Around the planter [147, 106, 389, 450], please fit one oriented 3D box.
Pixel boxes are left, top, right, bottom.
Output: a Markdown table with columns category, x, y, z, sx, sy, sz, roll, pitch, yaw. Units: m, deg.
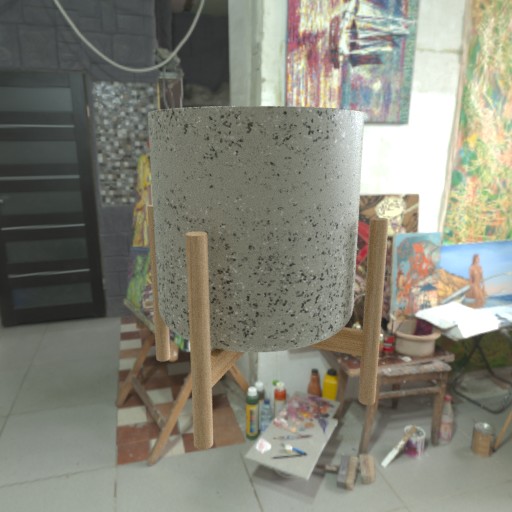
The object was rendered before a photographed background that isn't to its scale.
| category | x | y | z | sx | sy | sz | roll | pitch | yaw |
| --- | --- | --- | --- | --- | --- | --- | --- | --- | --- |
| planter | 0.000 | 0.000 | 0.688 | 0.360 | 0.419 | 0.360 | 14 | 20 | 43 |
